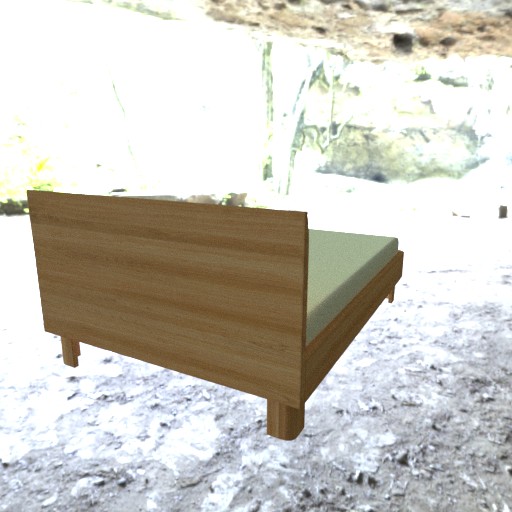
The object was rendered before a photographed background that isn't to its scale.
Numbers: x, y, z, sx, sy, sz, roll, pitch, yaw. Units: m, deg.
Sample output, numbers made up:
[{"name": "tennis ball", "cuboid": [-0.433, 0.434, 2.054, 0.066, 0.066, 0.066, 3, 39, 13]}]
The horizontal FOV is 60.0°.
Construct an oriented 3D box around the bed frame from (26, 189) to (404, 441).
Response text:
[{"name": "bed frame", "cuboid": [0.000, 0.000, 2.784, 1.472, 0.940, 1.992, 8, 16, 28]}]
